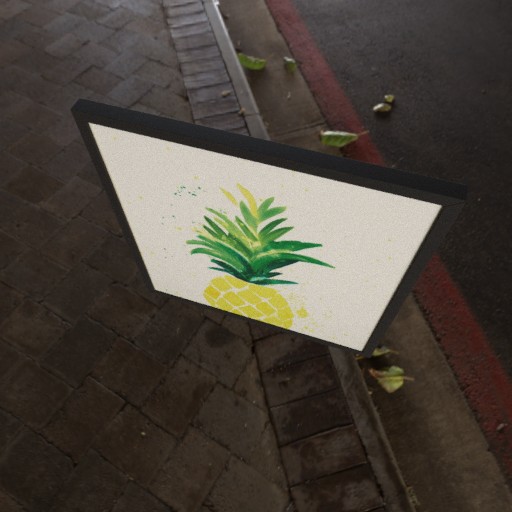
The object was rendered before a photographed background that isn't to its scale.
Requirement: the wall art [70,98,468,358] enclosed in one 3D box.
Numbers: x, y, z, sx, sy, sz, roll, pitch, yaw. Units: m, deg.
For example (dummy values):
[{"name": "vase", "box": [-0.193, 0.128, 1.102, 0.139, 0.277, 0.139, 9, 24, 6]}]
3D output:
[{"name": "wall art", "box": [0.000, 0.000, 1.142, 0.762, 0.760, 0.037, 15, 58, 10]}]
